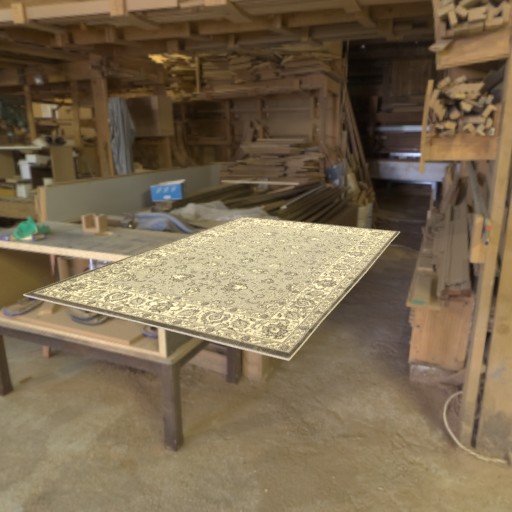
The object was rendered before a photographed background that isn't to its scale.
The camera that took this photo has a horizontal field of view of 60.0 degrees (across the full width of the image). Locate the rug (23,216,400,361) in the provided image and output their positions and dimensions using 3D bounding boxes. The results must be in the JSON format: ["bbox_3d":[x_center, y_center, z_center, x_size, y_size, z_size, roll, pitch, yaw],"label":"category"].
[{"bbox_3d":[0.000,0.000,3.049,1.524,0.011,2.438,8,18,26],"label":"rug"}]
